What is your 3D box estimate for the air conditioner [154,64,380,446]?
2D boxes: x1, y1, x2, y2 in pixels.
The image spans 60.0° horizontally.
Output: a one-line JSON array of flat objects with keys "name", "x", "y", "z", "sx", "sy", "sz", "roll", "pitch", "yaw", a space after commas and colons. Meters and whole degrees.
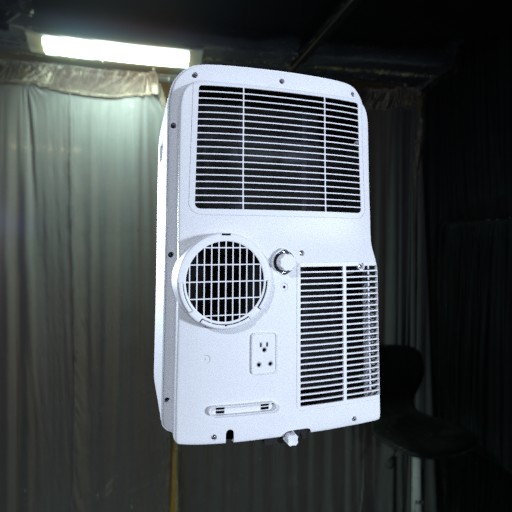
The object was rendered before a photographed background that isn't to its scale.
[{"name": "air conditioner", "x": 0.000, "y": 0.000, "z": 1.072, "sx": 0.478, "sy": 0.765, "sz": 0.467, "roll": 0, "pitch": 1, "yaw": -18}]
